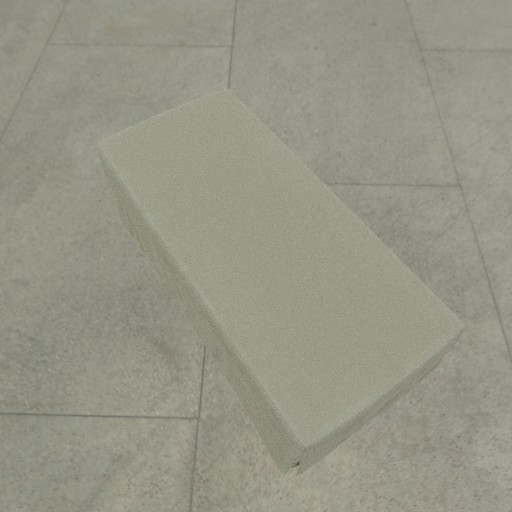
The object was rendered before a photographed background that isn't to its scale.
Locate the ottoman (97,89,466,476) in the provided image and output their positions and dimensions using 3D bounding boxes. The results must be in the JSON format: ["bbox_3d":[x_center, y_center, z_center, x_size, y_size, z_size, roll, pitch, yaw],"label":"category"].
[{"bbox_3d":[0.000,0.000,1.682,0.665,0.457,1.388,-30,62,-17],"label":"ottoman"}]
